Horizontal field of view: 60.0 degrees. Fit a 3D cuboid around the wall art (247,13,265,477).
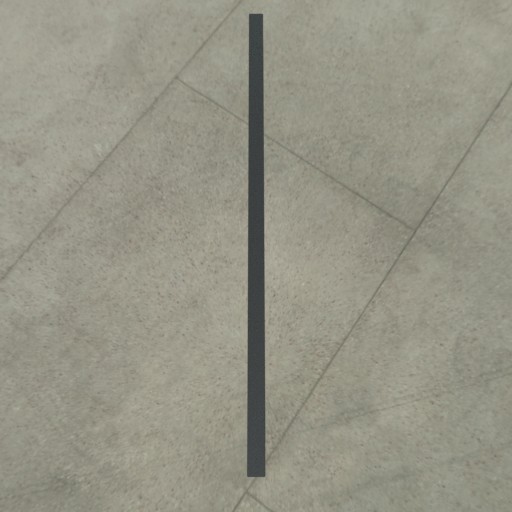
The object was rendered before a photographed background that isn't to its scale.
[{"bbox_3d":[0.000,0.000,0.547,0.016,0.306,0.432,0,76,0],"label":"wall art"}]
